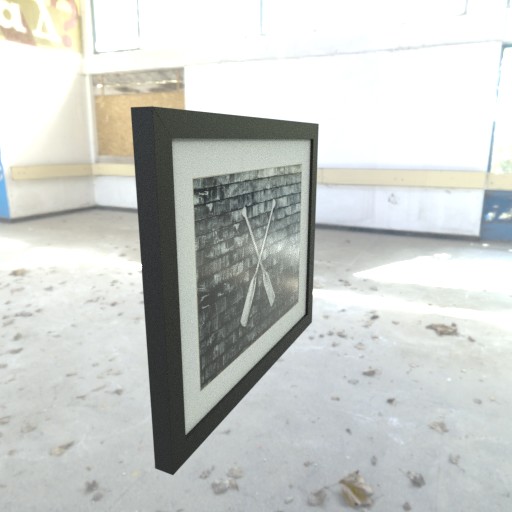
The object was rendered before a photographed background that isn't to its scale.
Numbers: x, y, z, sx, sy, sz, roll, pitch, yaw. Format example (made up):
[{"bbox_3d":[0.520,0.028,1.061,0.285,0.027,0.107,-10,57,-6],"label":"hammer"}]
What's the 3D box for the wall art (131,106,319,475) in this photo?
[{"bbox_3d":[0.000,0.000,0.769,0.029,0.457,0.558,7,16,25],"label":"wall art"}]
